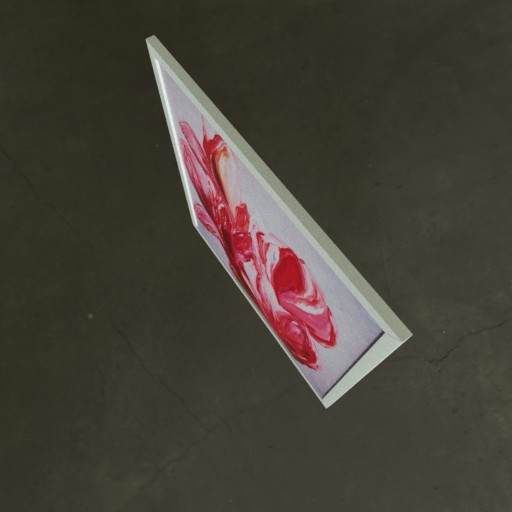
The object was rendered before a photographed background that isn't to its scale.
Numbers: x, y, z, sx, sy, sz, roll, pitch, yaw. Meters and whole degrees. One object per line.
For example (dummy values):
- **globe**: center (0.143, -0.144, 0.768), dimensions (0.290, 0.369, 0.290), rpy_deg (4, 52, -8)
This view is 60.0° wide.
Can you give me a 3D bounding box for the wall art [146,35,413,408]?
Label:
- **wall art**: center (0.000, 0.000, 1.174), dimensions (0.022, 0.803, 0.805), rpy_deg (-32, 68, -14)
